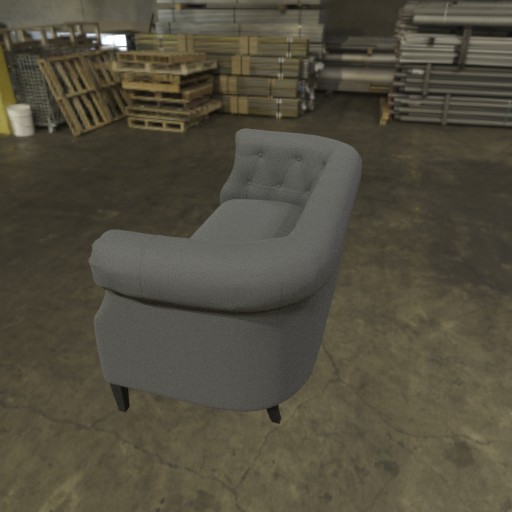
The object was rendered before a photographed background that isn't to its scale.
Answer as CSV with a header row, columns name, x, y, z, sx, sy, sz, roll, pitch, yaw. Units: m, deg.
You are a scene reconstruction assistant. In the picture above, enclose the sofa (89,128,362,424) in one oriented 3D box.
name,x,y,z,sx,sy,sz,roll,pitch,yaw
sofa,0.000,0.000,2.081,0.835,0.827,1.558,8,31,14
